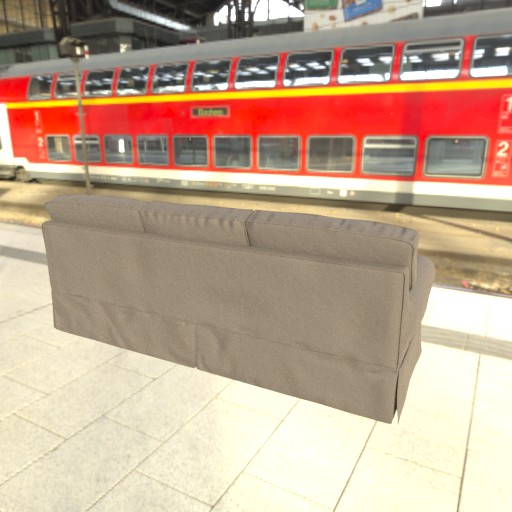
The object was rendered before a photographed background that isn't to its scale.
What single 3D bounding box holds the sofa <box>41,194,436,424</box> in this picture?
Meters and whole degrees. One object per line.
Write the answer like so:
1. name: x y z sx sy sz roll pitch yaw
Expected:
1. sofa: 0.000 0.000 3.269 2.475 0.978 1.733 8 18 26
